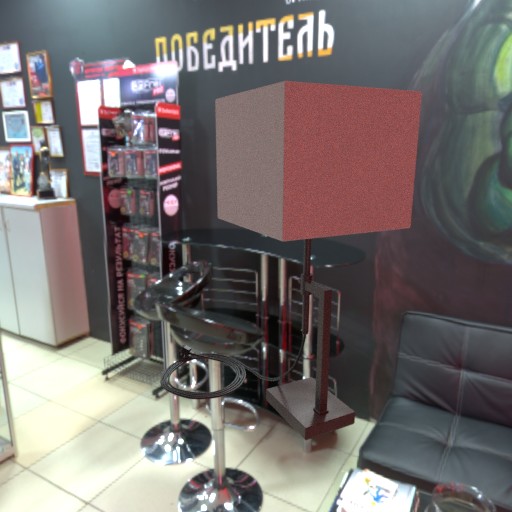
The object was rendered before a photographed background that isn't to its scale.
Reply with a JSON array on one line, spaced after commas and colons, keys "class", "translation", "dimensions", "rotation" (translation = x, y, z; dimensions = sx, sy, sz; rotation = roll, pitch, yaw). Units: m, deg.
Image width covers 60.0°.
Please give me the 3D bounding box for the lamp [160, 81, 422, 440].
[{"class": "lamp", "translation": [0.000, 0.000, 0.988], "dimensions": [0.399, 0.660, 0.504], "rotation": [-7, 15, -26]}]
